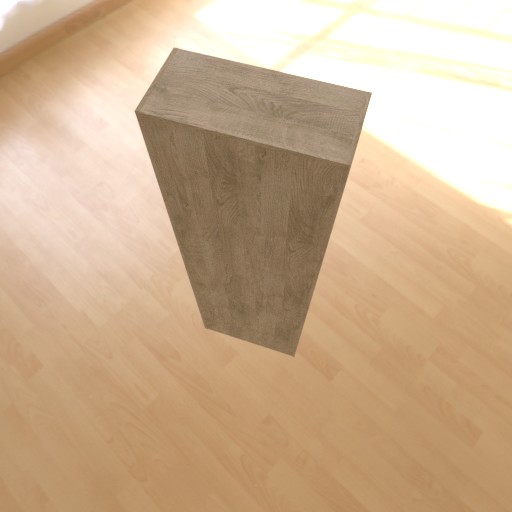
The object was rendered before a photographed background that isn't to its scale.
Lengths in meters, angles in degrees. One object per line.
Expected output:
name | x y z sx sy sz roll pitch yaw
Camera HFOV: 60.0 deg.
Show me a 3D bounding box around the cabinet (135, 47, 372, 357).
cabinet | 0.000 0.000 1.783 0.520 1.630 0.250 16 64 8
